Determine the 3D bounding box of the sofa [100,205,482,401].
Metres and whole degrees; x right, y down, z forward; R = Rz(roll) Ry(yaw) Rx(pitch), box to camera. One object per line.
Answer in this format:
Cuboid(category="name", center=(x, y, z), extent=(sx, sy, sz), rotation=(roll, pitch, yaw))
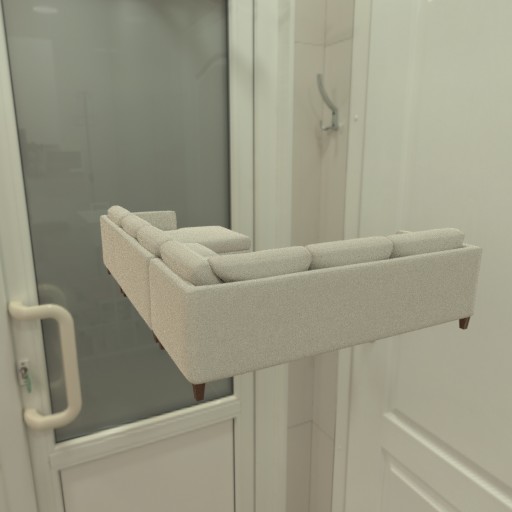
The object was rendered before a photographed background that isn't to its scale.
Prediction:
Cuboid(category="sofa", center=(0.000, 0.000, 4.478), extent=(2.551, 0.853, 3.238), rotation=(-7, 15, -26))
